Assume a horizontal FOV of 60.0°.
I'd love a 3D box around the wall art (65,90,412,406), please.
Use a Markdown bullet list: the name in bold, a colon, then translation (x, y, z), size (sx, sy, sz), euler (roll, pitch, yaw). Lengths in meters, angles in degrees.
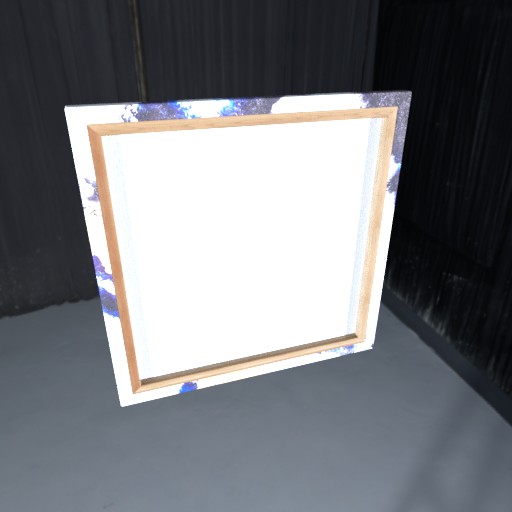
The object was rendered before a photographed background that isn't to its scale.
- **wall art**: translation (0.000, 0.000, 1.302), size (0.887, 0.885, 0.038), euler (-9, 29, -16)
